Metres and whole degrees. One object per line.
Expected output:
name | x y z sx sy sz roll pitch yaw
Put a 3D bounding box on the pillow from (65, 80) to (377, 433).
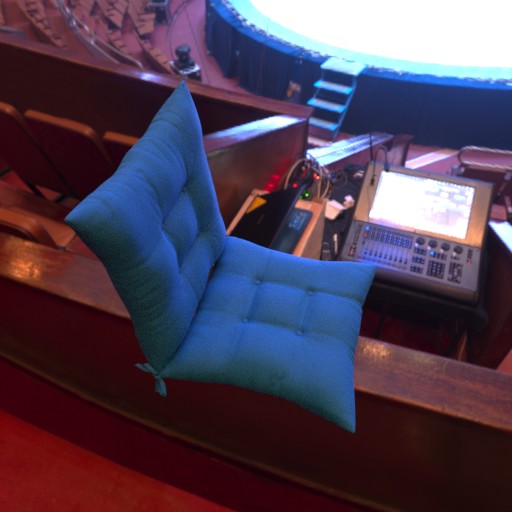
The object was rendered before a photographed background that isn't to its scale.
pillow | 0.000 0.000 1.008 0.585 0.536 0.541 12 47 11
